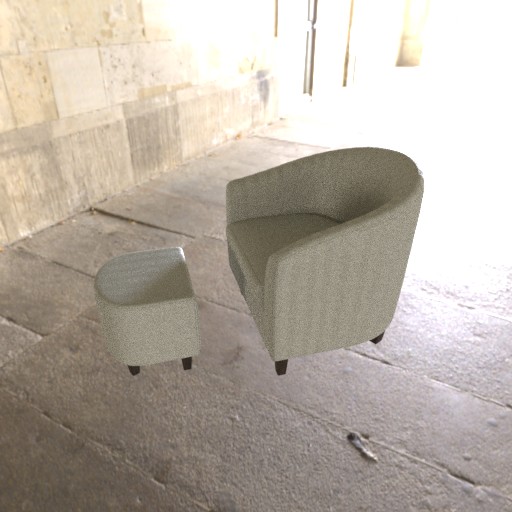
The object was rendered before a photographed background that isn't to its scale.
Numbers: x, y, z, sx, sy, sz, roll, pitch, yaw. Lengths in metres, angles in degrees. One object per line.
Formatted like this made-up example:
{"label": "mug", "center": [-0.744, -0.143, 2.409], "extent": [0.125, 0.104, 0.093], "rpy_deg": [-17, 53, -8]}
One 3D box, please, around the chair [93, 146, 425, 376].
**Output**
{"label": "chair", "center": [0.000, 0.000, 1.824], "extent": [1.288, 0.757, 0.756], "rpy_deg": [-8, 30, -14]}
